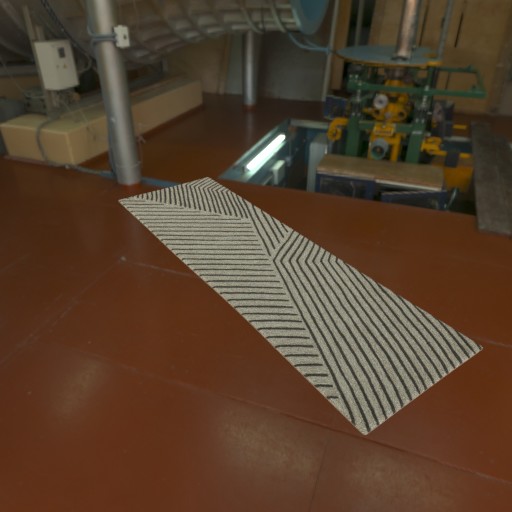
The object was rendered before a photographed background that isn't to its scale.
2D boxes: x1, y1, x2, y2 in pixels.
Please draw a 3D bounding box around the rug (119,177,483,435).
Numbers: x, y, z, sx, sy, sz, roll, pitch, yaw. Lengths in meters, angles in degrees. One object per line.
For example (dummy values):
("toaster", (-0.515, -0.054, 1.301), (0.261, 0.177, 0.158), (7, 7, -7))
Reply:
("rug", (0.000, 0.000, 2.635), (0.773, 0.020, 2.439), (-21, 38, -29))
